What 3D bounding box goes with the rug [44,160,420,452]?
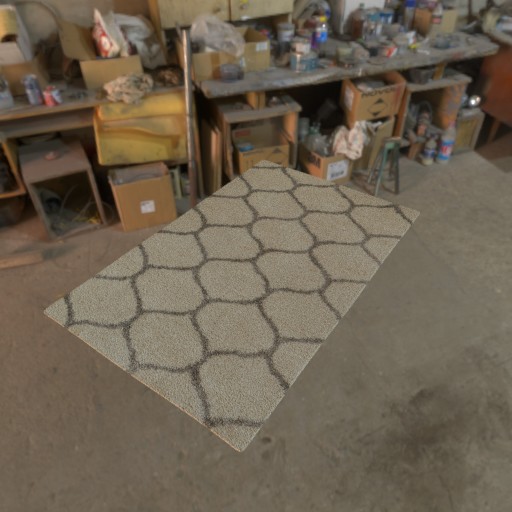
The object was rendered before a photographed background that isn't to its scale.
[{"bbox_3d":[0.000,0.000,3.076,1.501,0.024,2.348,24,46,26],"label":"rug"}]
